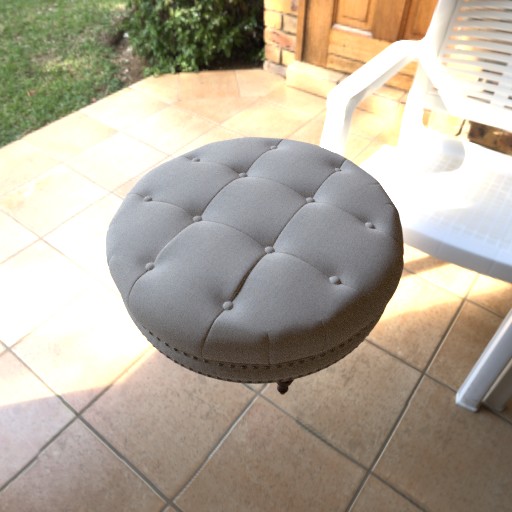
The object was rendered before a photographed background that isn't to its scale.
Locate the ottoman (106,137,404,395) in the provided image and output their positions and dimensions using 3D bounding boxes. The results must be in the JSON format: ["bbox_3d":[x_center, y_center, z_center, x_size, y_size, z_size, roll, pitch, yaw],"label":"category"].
[{"bbox_3d":[0.000,0.000,1.520,0.940,0.483,0.940,0,47,0],"label":"ottoman"}]
